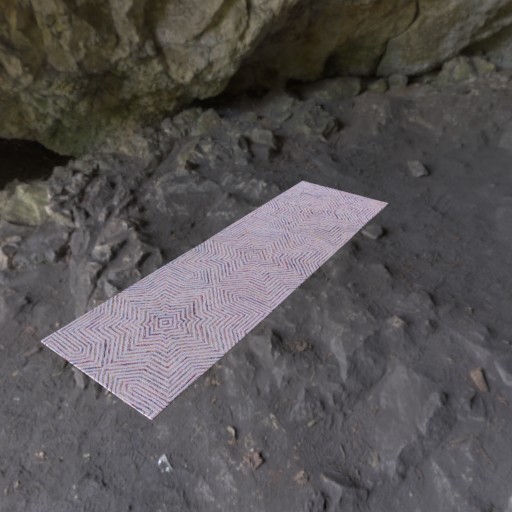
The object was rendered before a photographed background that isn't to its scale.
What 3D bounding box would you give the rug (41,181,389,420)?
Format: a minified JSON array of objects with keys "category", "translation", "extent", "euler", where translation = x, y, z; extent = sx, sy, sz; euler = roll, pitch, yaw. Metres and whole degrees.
[{"category":"rug","translation":[0.000,0.000,2.755],"extent":[0.771,0.009,2.443],"euler":[21,37,30]}]
